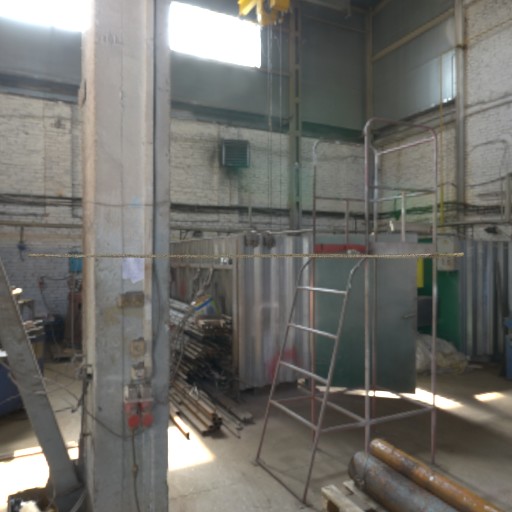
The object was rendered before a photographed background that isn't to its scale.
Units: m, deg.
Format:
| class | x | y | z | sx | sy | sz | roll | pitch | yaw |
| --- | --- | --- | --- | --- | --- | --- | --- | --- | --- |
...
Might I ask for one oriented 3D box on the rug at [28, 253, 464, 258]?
| class | x | y | z | sx | sy | sz | roll | pitch | yaw |
| --- | --- | --- | --- | --- | --- | --- | --- | --- | --- |
| rug | 0.000 | 0.000 | 3.031 | 2.431 | 0.025 | 1.530 | 0 | 0 | 18 |
